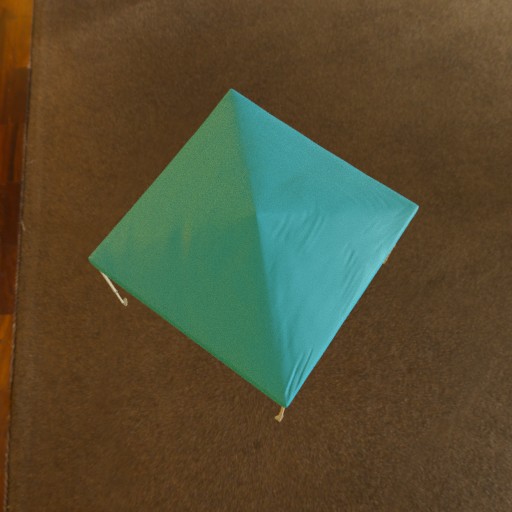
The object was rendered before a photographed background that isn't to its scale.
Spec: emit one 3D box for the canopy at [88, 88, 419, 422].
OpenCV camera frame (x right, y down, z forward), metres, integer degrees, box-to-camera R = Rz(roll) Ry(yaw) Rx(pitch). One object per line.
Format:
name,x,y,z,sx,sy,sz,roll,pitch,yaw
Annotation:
canopy,0.000,0.000,5.249,2.849,2.850,2.850,35,78,9
